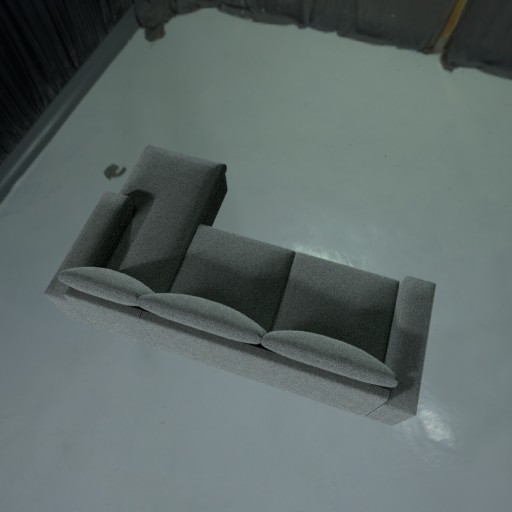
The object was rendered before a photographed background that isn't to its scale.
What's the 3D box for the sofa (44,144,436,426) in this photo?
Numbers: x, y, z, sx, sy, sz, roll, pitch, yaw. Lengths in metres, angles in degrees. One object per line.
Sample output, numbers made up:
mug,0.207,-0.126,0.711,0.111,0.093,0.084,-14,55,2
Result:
sofa,0.000,0.000,3.516,2.718,0.940,1.689,16,64,8
